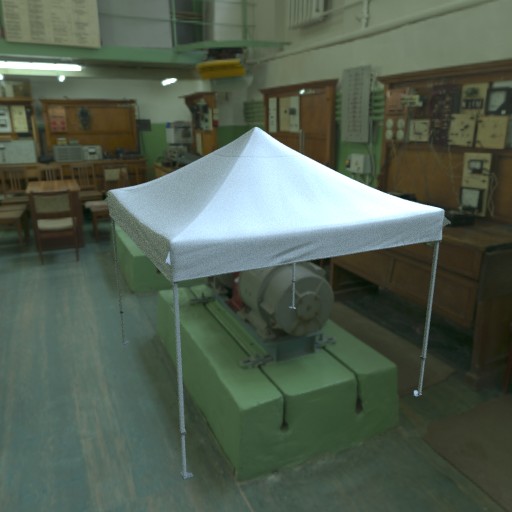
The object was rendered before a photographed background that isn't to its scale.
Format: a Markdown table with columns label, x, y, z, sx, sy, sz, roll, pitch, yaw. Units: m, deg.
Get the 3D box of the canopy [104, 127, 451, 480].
| label | x | y | z | sx | sy | sz | roll | pitch | yaw |
| --- | --- | --- | --- | --- | --- | --- | --- | --- | --- |
| canopy | 0.000 | 0.000 | 5.367 | 2.996 | 2.998 | 2.994 | -8 | 19 | -25 |
